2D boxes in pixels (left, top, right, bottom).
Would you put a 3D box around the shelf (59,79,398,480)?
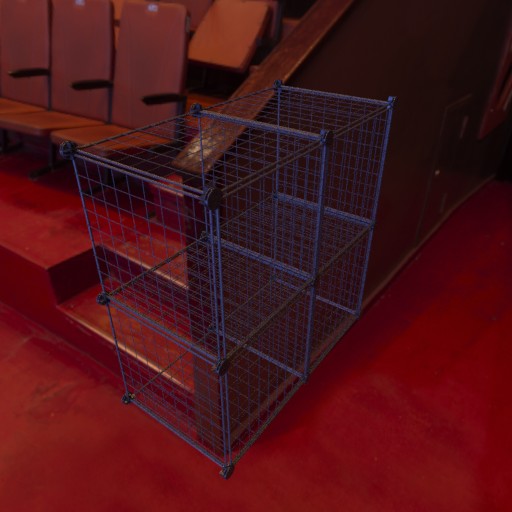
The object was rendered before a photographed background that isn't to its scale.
[{"bbox_3d":[0.000,0.000,1.136,0.356,0.711,0.711,22,39,30],"label":"shelf"}]
